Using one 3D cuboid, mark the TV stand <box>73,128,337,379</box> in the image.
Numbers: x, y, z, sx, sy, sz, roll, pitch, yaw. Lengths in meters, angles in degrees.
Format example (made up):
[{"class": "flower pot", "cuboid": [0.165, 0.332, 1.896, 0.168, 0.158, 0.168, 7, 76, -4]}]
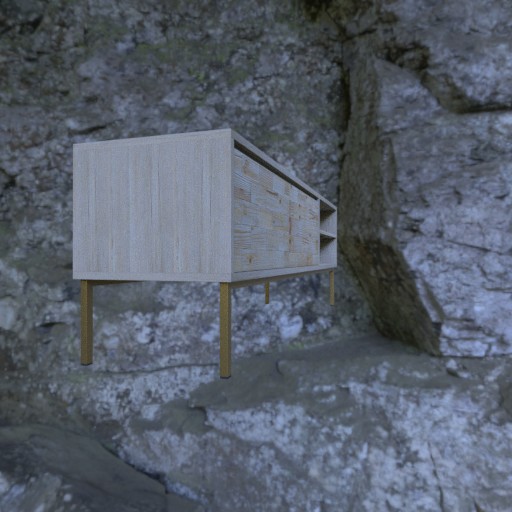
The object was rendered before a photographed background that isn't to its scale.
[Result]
[{"class": "TV stand", "cuboid": [0.000, 0.000, 1.788, 0.420, 0.550, 1.600, 0, 0, 18]}]
